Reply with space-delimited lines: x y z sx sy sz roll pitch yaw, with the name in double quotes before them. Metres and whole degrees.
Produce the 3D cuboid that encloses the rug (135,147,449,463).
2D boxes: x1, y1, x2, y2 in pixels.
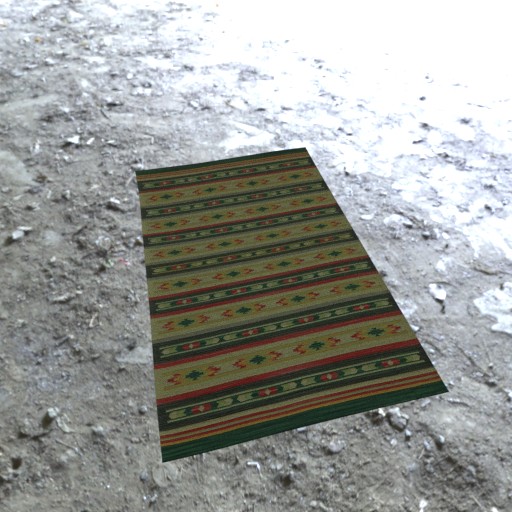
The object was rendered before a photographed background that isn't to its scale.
"rug" 0.000 0.000 3.060 1.520 0.011 2.447 -10 47 -10
